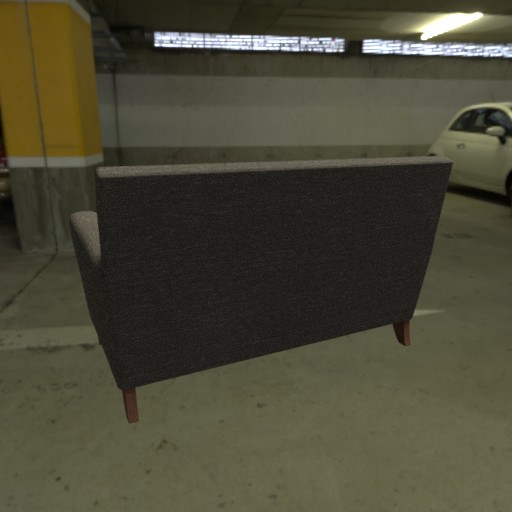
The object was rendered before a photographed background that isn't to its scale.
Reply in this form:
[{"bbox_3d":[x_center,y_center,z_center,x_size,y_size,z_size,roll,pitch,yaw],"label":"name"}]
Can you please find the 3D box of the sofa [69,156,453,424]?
[{"bbox_3d":[0.000,0.000,2.044,1.509,0.905,0.867,-8,17,-26],"label":"sofa"}]
